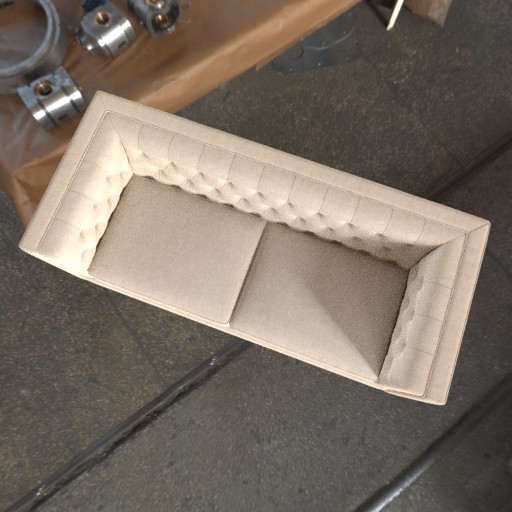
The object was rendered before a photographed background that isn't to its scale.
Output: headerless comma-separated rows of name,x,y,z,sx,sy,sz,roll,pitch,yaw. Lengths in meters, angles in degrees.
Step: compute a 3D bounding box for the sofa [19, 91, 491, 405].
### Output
sofa,0.000,0.000,2.165,1.778,0.762,0.775,20,77,5
